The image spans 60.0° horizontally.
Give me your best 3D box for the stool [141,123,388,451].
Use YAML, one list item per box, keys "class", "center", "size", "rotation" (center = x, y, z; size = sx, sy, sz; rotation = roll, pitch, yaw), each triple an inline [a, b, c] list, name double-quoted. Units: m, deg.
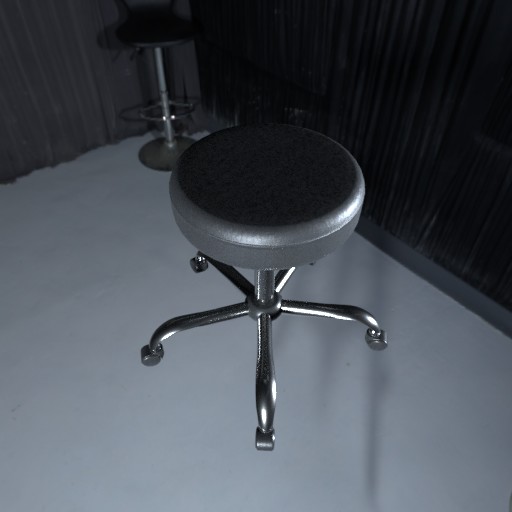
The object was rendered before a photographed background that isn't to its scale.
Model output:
- class: "stool"
  center: [0.000, 0.000, 1.130]
  size: [0.673, 0.576, 0.638]
  rotation: [-31, 53, -27]
